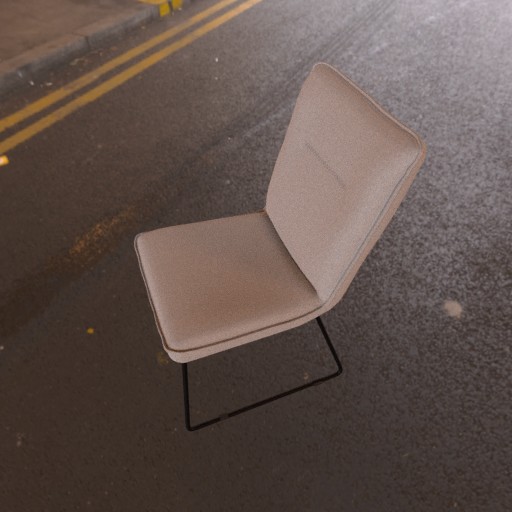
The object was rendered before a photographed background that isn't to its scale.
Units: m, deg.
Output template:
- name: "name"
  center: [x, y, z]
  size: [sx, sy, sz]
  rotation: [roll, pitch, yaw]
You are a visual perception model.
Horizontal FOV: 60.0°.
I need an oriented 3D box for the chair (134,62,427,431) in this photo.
- name: "chair"
  center: [0.000, 0.000, 1.376]
  size: [0.688, 0.930, 0.515]
  rotation: [-16, 48, -15]
